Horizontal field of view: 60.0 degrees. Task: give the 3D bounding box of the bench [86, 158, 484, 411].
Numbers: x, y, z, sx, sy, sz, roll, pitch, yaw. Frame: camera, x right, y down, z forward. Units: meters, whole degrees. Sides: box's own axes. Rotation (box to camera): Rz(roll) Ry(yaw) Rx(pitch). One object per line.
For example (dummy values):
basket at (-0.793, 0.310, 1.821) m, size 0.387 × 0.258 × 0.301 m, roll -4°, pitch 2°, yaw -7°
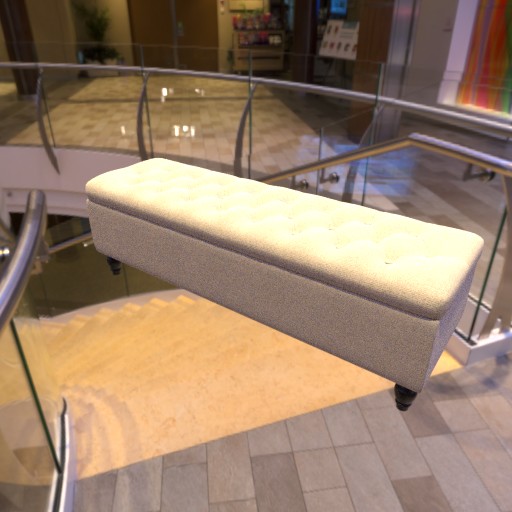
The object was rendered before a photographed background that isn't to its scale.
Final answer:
bench at (0.000, 0.000, 1.716) m, size 1.480 × 0.467 × 0.455 m, roll 19°, pitch 34°, yaw 31°
